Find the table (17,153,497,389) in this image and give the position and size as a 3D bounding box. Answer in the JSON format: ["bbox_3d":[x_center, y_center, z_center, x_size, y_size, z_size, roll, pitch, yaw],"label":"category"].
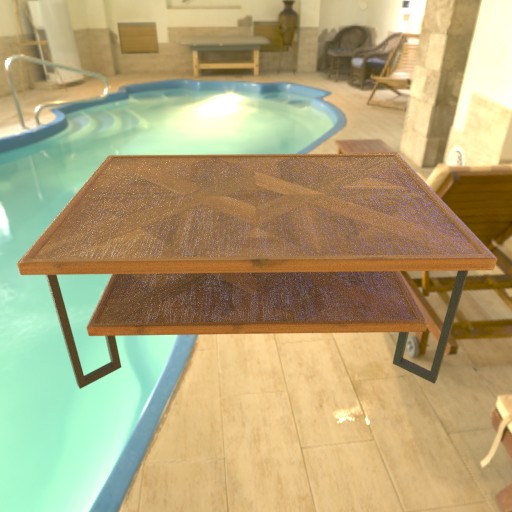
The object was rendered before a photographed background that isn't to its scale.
[{"bbox_3d":[0.000,0.000,1.639,1.238,0.492,0.877,-1,31,-1],"label":"table"}]
